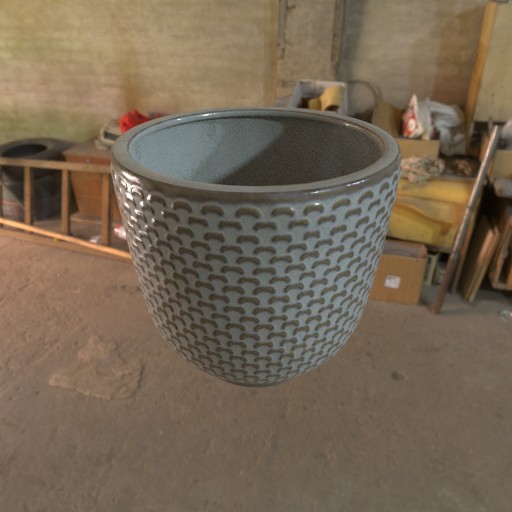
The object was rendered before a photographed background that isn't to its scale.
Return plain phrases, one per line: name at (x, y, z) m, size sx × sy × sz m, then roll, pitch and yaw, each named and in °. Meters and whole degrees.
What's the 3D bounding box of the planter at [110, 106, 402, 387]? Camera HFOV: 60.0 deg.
planter at (0.000, 0.000, 0.354) m, size 0.197 × 0.191 × 0.197 m, roll 0°, pitch 31°, yaw 0°
